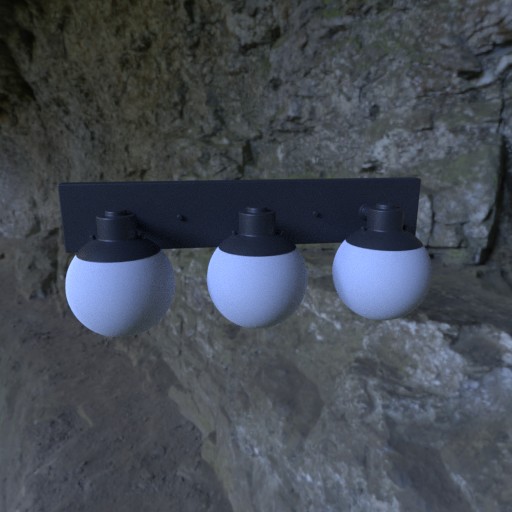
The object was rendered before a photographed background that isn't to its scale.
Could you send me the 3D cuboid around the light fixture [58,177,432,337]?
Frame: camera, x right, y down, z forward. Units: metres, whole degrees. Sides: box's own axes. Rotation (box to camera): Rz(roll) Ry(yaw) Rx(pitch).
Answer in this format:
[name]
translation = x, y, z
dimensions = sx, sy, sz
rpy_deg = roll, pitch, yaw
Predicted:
[light fixture]
translation = 0.000, 0.000, 0.833
dimensions = 0.721, 0.263, 0.218
rpy_deg = -2, 16, -8
